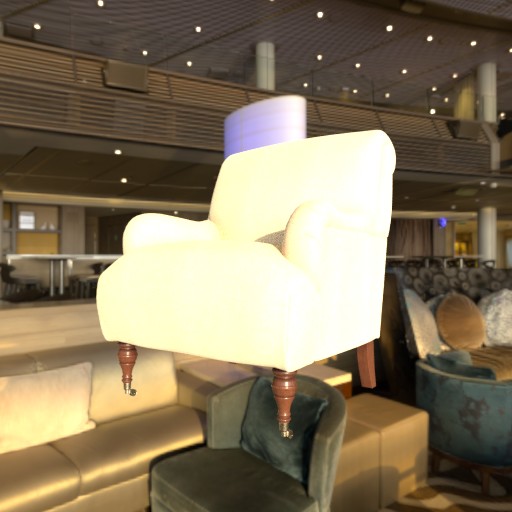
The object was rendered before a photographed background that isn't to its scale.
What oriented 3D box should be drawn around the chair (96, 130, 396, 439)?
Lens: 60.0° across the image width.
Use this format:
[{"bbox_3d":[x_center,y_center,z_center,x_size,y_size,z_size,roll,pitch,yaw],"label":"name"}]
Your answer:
[{"bbox_3d":[0.000,0.000,1.558,0.766,0.944,0.842,0,0,35],"label":"chair"}]
